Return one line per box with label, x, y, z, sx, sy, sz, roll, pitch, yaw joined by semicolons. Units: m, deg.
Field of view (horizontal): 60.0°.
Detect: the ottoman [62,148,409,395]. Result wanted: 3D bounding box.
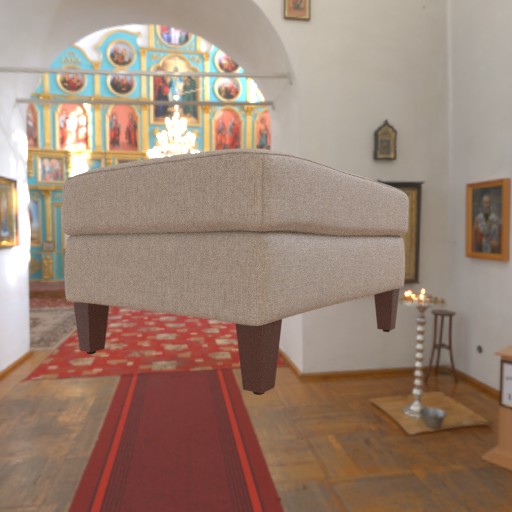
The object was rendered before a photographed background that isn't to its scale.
ottoman;0.000;0.000;1.337;0.677;0.519;0.898;1;2;35
